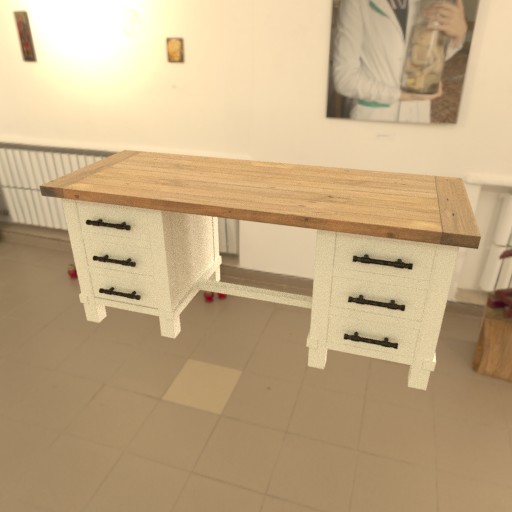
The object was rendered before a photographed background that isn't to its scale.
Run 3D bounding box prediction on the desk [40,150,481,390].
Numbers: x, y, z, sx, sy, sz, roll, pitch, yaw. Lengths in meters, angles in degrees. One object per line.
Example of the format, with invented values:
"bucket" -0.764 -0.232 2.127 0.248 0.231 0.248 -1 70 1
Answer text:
"desk" 0.000 0.000 2.197 1.803 0.760 0.688 8 28 16
